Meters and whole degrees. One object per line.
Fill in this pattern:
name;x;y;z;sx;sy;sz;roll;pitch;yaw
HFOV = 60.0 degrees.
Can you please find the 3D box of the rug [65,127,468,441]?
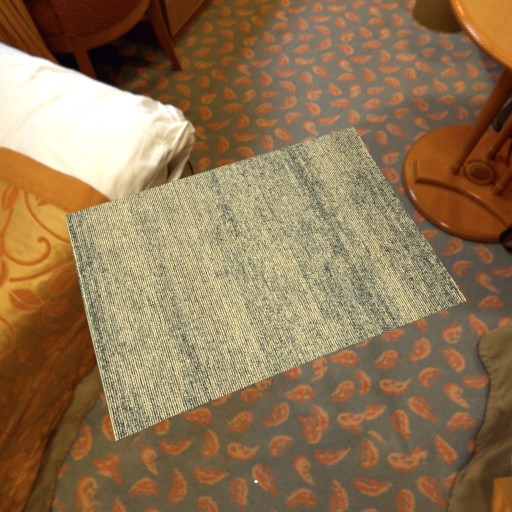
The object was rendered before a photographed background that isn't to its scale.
rug;0.000;0.000;3.051;2.349;0.030;1.624;-19;65;-9
